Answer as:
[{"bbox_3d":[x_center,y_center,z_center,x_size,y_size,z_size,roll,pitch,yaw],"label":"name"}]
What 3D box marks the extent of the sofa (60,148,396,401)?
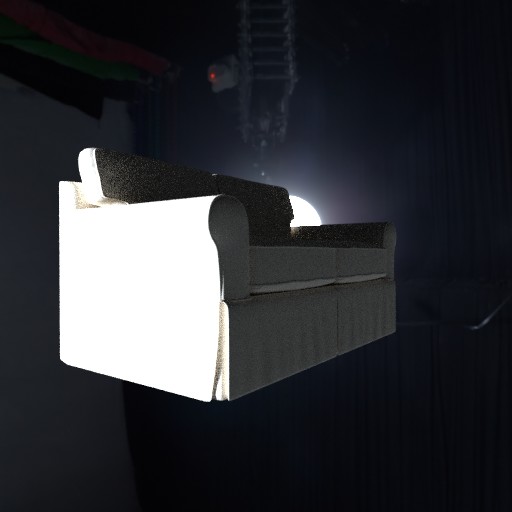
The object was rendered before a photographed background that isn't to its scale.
[{"bbox_3d":[0.000,0.000,2.335,0.991,0.940,1.727,0,0,36],"label":"sofa"}]
